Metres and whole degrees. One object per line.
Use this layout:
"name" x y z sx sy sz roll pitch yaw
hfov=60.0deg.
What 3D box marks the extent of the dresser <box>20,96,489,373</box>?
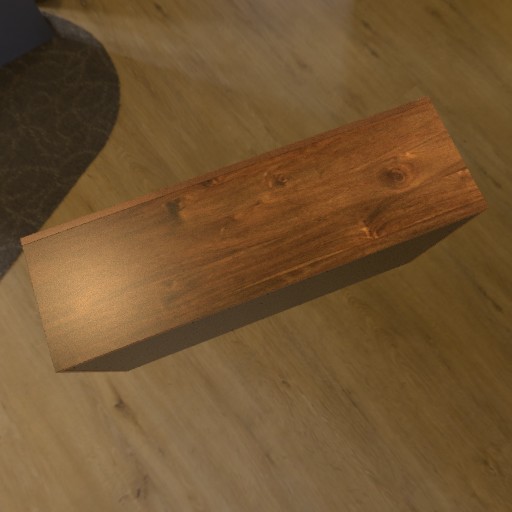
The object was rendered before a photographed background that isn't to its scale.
"dresser" 0.000 0.000 1.804 1.400 0.873 0.446 -20 77 -5
